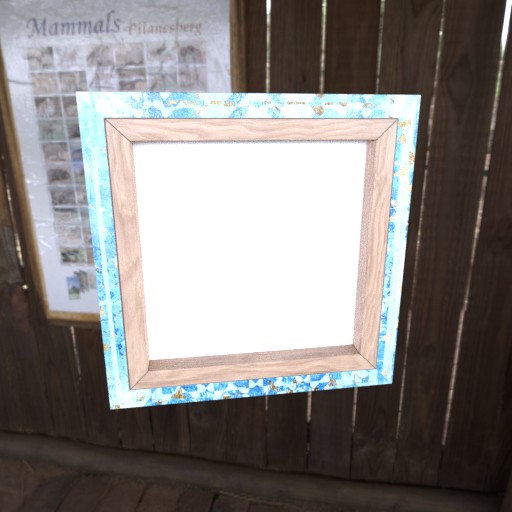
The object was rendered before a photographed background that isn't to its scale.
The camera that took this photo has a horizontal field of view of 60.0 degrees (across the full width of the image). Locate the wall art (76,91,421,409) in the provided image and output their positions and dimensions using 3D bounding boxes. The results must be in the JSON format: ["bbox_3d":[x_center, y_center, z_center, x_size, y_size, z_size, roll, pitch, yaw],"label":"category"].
[{"bbox_3d":[0.000,0.000,0.590,0.405,0.405,0.037,-3,17,-9],"label":"wall art"}]
